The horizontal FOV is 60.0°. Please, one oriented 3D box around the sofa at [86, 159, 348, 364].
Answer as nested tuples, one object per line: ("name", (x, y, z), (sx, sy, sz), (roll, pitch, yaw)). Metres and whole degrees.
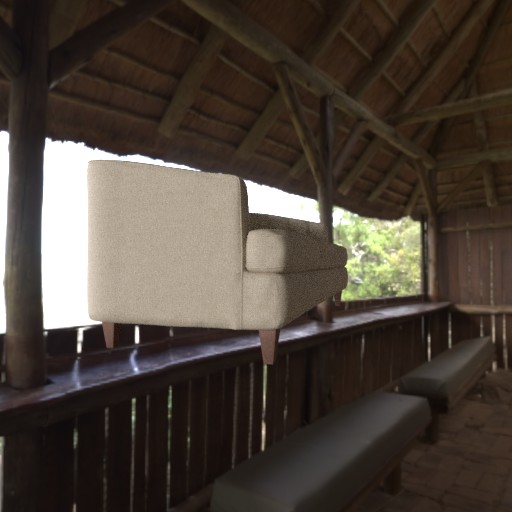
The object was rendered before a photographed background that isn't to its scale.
("sofa", (0.000, 0.000, 2.695), (0.913, 0.788, 2.235), (0, -1, 17))
